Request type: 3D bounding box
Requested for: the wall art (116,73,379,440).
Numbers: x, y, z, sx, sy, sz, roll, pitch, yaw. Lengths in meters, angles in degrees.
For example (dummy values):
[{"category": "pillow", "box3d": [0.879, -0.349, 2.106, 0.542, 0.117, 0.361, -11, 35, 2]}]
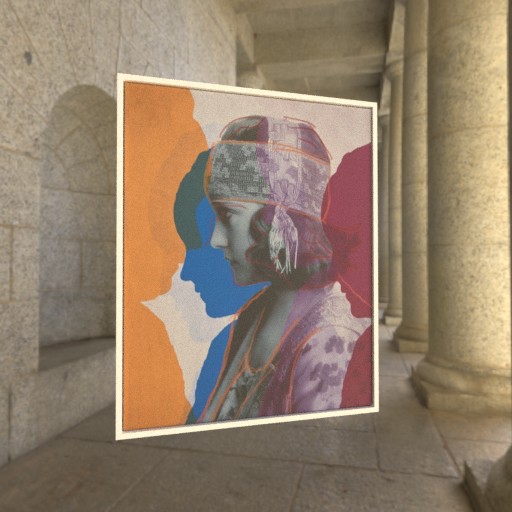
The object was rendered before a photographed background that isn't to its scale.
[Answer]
[{"category": "wall art", "box3d": [0.000, 0.000, 0.738, 0.443, 0.549, 0.030, 0, -1, -16]}]
